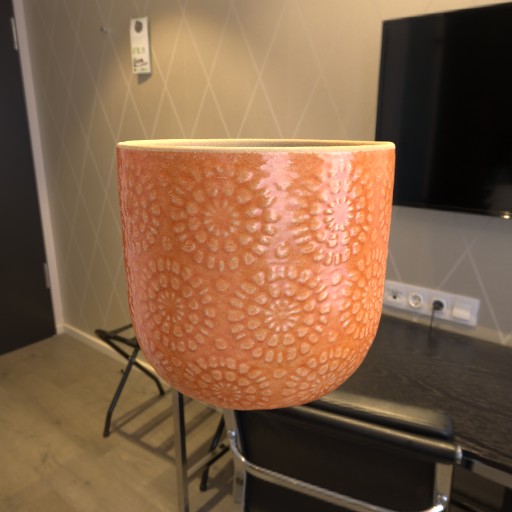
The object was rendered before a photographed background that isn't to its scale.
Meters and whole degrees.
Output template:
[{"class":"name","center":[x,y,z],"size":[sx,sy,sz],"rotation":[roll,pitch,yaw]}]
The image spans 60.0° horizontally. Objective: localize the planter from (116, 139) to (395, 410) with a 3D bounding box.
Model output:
[{"class":"planter","center":[0.000,0.000,0.290],"size":[0.170,0.152,0.170],"rotation":[0,16,0]}]
